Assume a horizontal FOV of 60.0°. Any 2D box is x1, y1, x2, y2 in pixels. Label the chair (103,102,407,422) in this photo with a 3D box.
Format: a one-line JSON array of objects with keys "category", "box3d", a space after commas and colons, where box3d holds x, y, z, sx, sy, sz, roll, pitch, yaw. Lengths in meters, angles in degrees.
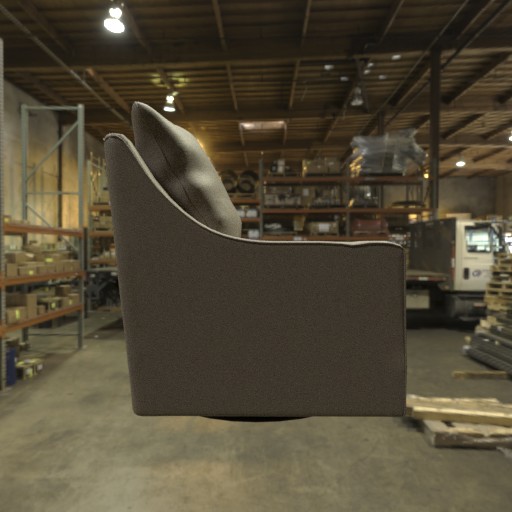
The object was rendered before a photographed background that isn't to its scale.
[{"category": "chair", "box3d": [0.000, 0.000, 1.611, 0.876, 0.942, 0.760, 0, 1, 1]}]
